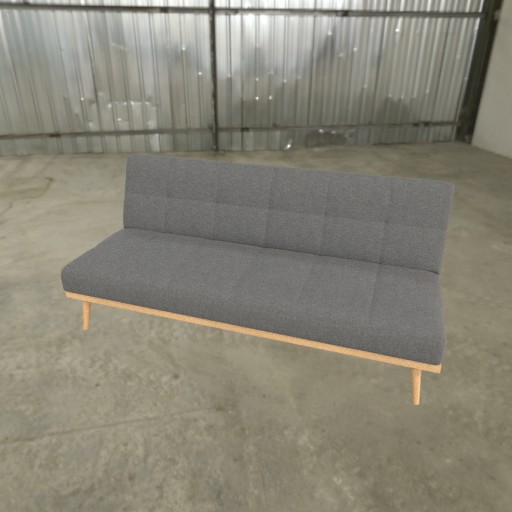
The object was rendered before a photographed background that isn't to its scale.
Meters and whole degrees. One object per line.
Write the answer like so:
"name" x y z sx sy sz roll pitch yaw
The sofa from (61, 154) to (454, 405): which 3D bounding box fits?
"sofa" 0.000 0.000 2.260 1.820 0.770 0.820 9 28 16
